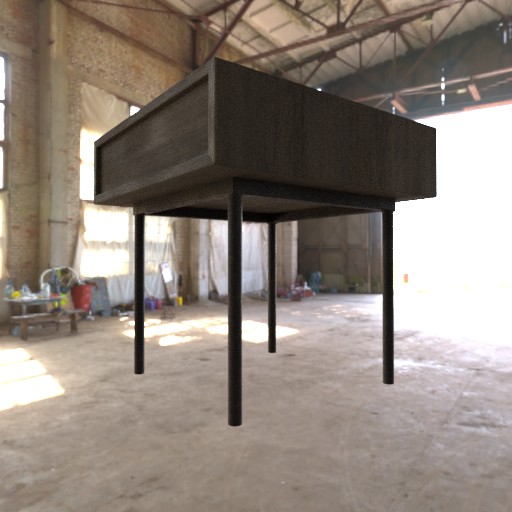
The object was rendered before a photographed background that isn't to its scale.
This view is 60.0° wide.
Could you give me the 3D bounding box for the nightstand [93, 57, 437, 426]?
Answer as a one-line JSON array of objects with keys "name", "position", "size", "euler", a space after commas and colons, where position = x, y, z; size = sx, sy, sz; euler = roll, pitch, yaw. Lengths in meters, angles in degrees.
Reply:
[{"name": "nightstand", "position": [0.000, 0.000, 0.905], "size": [0.503, 0.497, 0.502], "euler": [0, -1, -37]}]
